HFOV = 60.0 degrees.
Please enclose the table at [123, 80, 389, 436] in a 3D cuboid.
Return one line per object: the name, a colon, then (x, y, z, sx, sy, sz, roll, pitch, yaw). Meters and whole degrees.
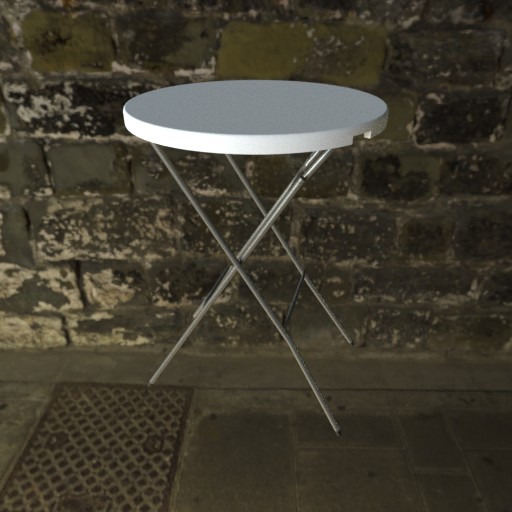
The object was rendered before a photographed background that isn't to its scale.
table: (0.000, 0.000, 1.639, 0.795, 1.105, 0.792, 8, 31, 14)
